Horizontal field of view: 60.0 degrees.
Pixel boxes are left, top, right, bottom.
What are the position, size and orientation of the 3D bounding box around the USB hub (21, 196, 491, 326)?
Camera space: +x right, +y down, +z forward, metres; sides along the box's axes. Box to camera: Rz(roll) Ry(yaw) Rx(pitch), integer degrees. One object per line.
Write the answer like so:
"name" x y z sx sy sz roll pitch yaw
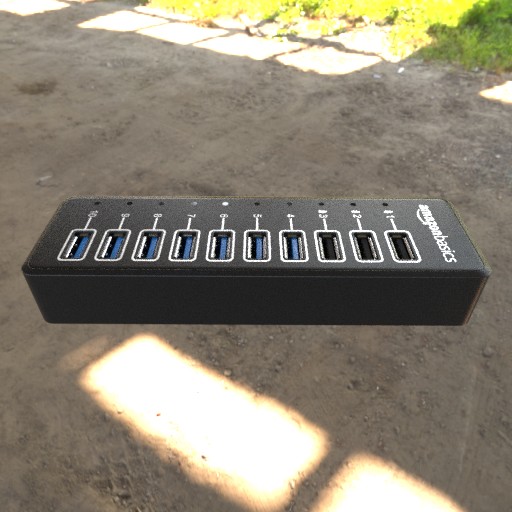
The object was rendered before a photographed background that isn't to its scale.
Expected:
"USB hub" 0.000 0.000 0.157 0.145 0.023 0.044 0 40 0
